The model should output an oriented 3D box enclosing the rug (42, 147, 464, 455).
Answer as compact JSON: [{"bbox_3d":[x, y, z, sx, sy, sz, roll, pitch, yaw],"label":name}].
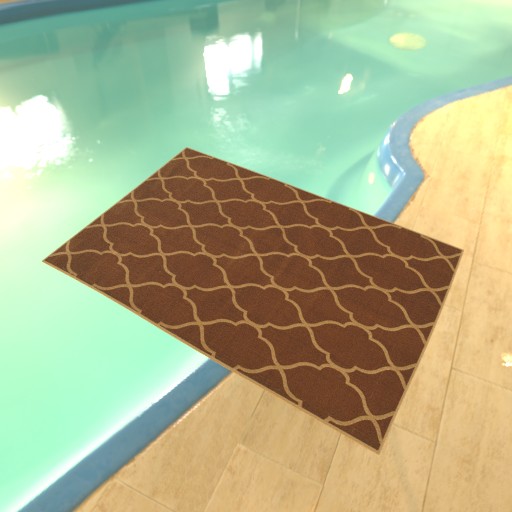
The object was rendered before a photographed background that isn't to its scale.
[{"bbox_3d":[0.000,0.000,2.866,2.290,0.014,1.526,24,52,21],"label":"rug"}]
